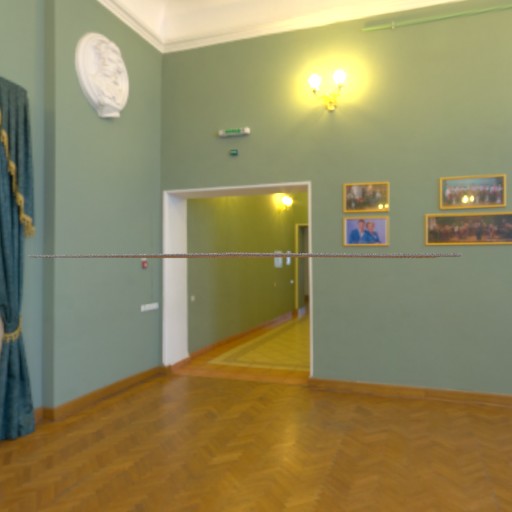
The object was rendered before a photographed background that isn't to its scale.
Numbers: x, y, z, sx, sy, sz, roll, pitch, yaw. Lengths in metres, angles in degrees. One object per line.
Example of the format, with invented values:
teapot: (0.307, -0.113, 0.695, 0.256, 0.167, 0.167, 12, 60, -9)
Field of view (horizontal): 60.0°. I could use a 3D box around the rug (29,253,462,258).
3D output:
rug: (0.000, 0.000, 2.286, 1.804, 0.022, 1.162, 0, 0, 18)
